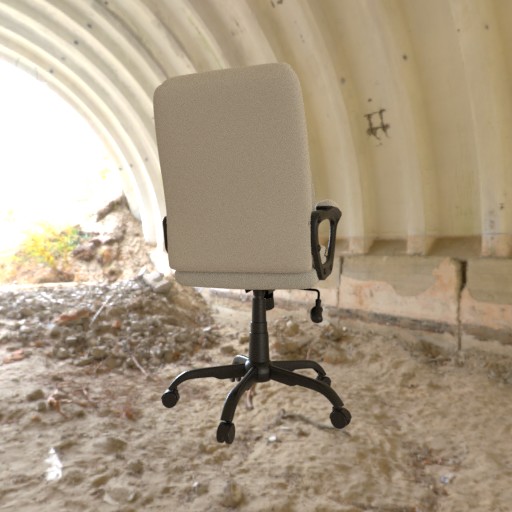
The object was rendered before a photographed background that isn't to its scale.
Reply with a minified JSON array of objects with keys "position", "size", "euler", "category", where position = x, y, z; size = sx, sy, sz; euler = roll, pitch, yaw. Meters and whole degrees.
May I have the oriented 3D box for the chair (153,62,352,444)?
[{"position":[0.000,0.000,1.529],"size":[0.663,1.065,0.669],"euler":[0,1,18],"category":"chair"}]
